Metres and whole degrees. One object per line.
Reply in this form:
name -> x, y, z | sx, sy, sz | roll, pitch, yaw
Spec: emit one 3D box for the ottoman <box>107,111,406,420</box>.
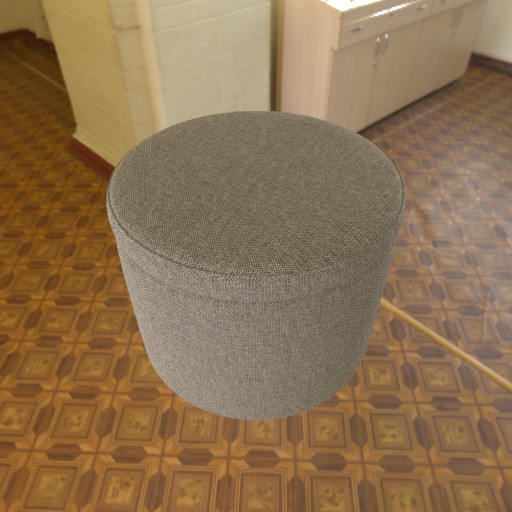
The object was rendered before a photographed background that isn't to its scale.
ottoman -> 0.000, 0.000, 0.909 | 0.520, 0.430, 0.520 | 0, 43, 0
